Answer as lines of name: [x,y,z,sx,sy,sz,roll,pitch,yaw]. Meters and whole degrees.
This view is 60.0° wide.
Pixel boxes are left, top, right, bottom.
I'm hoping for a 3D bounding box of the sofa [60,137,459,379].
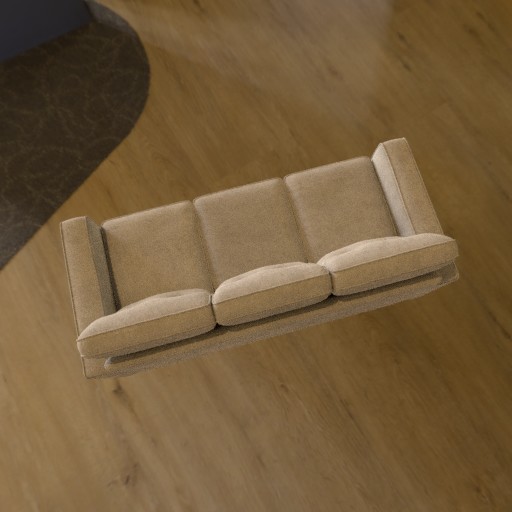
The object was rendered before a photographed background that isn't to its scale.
sofa: [0.000,0.000,2.675,2.133,0.965,0.939,-15,76,-4]
